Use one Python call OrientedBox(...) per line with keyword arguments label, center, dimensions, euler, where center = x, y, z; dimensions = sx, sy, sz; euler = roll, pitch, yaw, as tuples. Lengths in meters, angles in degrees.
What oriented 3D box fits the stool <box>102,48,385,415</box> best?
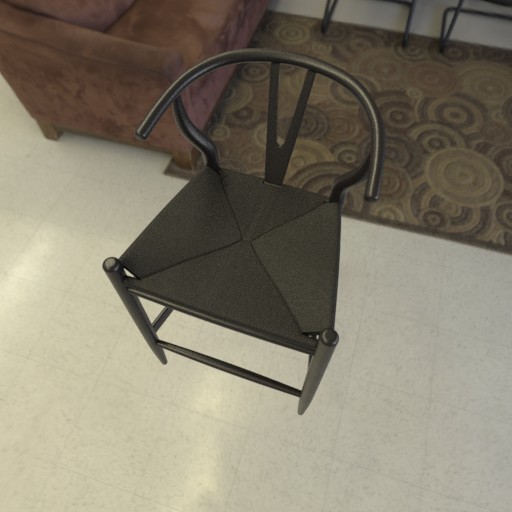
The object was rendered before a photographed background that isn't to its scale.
OrientedBox(label="stool", center=(0.000, 0.000, 1.315), dimensions=(0.569, 0.970, 0.579), euler=(17, 60, 10))
